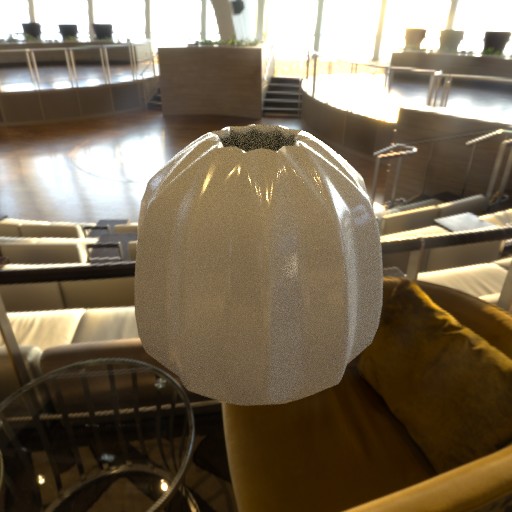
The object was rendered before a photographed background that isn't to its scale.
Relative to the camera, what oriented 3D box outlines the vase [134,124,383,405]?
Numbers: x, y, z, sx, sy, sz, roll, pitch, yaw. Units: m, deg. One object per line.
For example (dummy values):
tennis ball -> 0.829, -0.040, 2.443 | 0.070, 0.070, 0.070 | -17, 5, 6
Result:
vase -> 0.000, 0.000, 0.248 | 0.139, 0.134, 0.139 | 0, 30, 0
